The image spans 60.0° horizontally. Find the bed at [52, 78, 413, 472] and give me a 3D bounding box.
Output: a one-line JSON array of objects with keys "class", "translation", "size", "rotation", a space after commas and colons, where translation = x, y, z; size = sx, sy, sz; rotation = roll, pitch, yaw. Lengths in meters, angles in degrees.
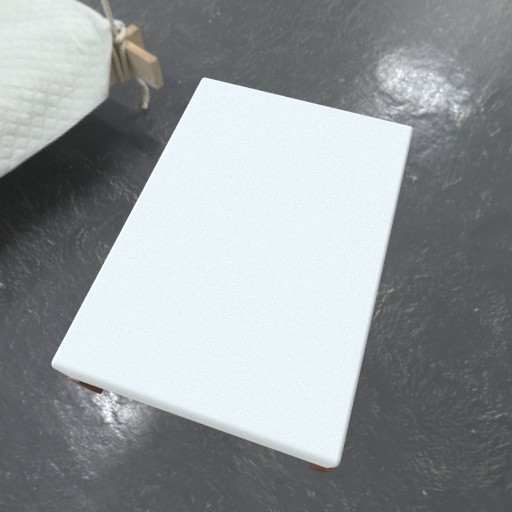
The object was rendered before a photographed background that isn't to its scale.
[{"class": "bed", "translation": [0.000, 0.000, 2.568], "size": [1.348, 0.616, 1.927], "rotation": [16, 65, 8]}]
